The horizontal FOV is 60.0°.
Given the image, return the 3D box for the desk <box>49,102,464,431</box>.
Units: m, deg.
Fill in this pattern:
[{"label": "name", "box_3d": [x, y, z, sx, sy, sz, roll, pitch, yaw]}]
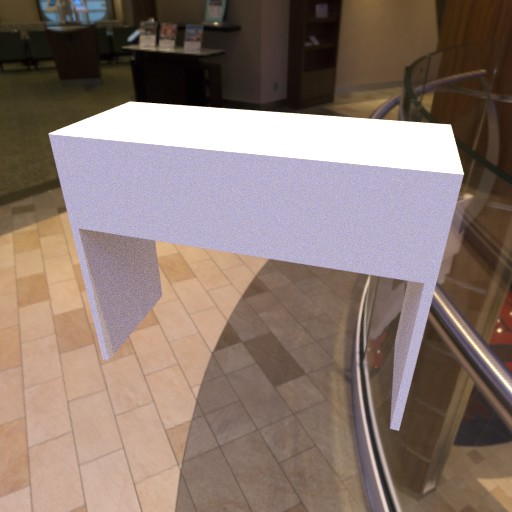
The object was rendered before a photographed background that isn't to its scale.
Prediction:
[{"label": "desk", "box_3d": [0.000, 0.000, 1.387, 1.000, 0.790, 0.400, 9, 32, 15]}]
